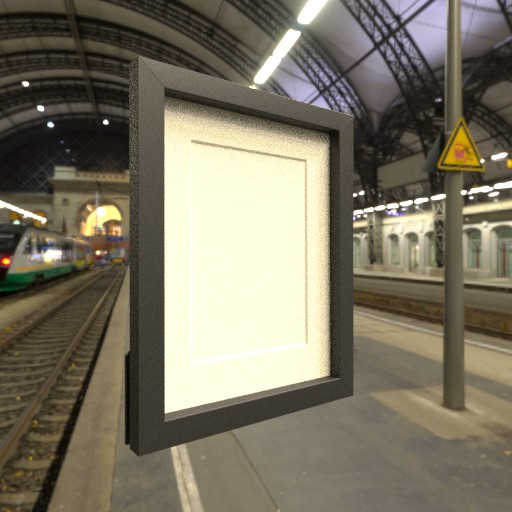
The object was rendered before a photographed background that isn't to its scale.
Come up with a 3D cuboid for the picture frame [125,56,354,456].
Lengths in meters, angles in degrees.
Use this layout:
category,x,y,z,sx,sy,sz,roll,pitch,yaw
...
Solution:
category,x,y,z,sx,sy,sz,roll,pitch,yaw
picture frame,0.000,0.000,0.528,0.307,0.383,0.036,0,0,-37
